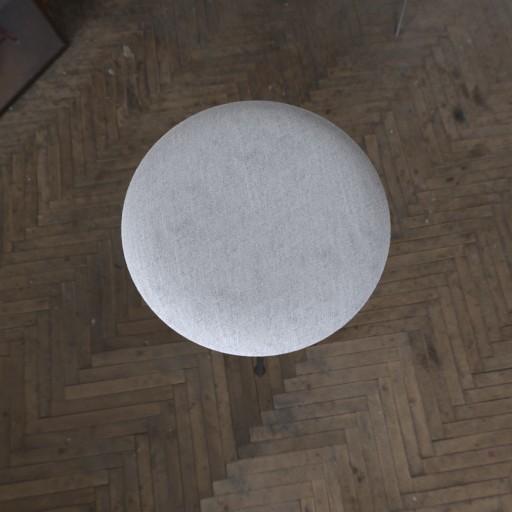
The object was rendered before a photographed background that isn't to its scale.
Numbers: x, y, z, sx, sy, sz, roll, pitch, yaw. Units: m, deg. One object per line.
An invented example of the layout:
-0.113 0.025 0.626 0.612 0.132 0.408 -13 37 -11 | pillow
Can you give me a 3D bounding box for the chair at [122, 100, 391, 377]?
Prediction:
0.000 0.000 0.665 0.350 0.386 0.350 -2 75 -1 | chair
